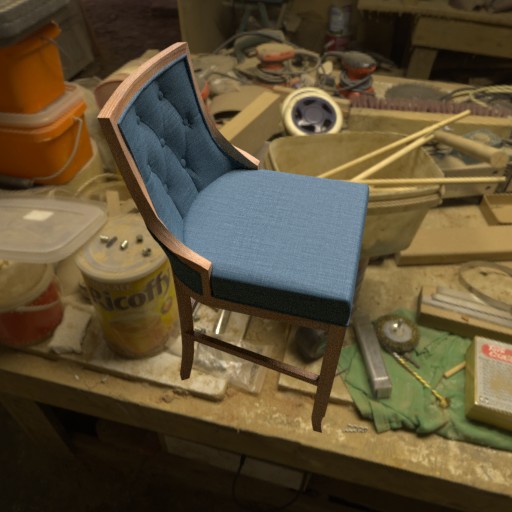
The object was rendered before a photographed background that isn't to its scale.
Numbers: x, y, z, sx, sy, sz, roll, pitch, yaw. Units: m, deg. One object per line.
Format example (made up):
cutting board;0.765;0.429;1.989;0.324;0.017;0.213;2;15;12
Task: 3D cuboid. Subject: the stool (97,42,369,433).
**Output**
stool;0.000;0.000;1.404;0.626;1.101;0.524;11;46;11
